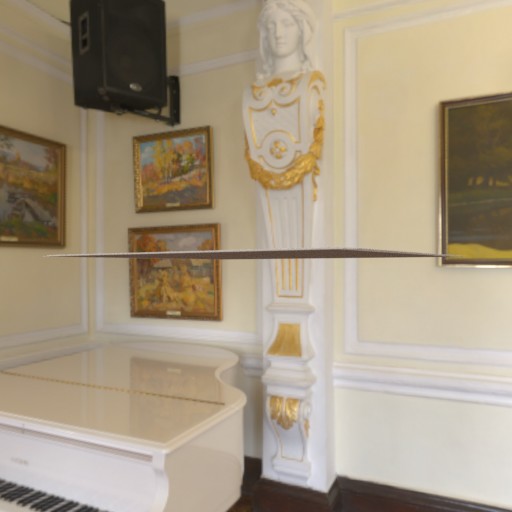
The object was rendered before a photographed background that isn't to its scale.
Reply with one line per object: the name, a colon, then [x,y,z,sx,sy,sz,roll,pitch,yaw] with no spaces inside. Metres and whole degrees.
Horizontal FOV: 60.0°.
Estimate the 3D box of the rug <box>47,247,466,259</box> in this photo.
rug: [0.000,0.000,4.031,3.051,0.013,2.380,-1,-2,37]
